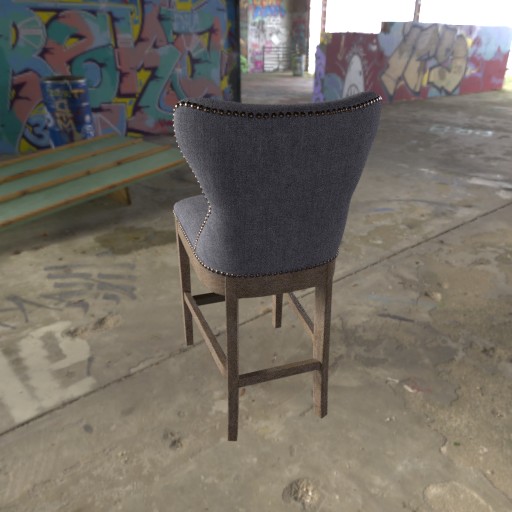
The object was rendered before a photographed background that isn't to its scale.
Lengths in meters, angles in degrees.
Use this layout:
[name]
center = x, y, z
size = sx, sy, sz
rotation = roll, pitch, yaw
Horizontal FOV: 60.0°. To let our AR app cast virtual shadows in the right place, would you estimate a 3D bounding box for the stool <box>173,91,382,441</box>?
[stool]
center = 0.000, 0.000, 1.365
size = 0.498, 0.981, 0.608
rotation = -8, 27, -16
